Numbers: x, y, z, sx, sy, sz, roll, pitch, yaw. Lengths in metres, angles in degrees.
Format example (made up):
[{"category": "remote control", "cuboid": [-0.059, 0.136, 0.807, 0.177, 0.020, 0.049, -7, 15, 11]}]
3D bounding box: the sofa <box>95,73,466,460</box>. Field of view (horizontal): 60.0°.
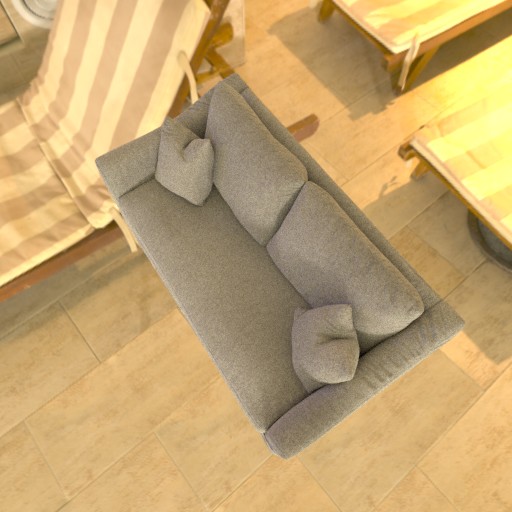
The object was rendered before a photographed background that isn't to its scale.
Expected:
[{"category": "sofa", "cuboid": [0.000, 0.000, 2.616, 1.072, 1.018, 2.010, -31, 68, -14]}]
